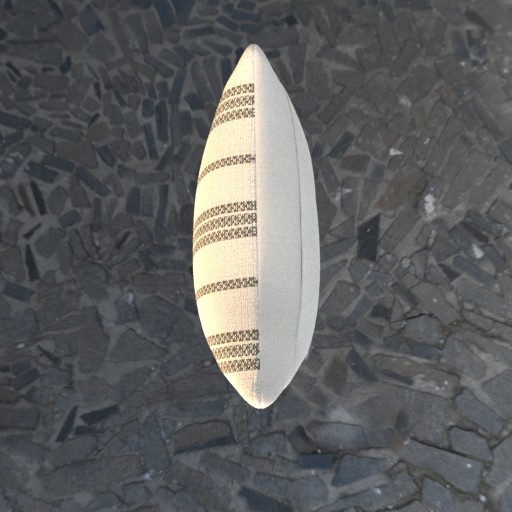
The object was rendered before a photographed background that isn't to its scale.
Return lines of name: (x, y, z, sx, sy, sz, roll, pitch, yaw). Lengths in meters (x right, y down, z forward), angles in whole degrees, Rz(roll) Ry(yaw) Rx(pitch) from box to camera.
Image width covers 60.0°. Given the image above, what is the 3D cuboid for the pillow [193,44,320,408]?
pillow: (0.000, 0.000, 0.651, 0.173, 0.406, 0.405, -1, 74, 0)
